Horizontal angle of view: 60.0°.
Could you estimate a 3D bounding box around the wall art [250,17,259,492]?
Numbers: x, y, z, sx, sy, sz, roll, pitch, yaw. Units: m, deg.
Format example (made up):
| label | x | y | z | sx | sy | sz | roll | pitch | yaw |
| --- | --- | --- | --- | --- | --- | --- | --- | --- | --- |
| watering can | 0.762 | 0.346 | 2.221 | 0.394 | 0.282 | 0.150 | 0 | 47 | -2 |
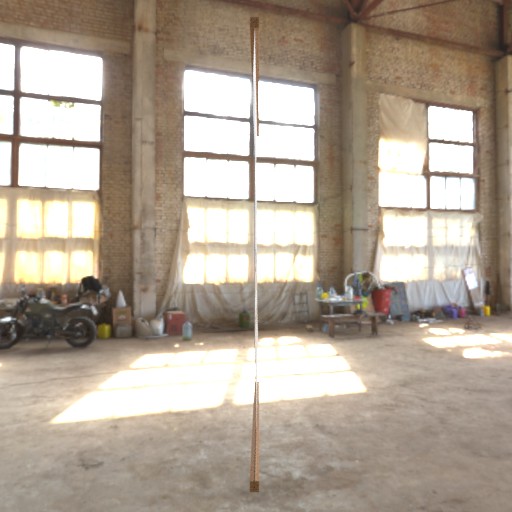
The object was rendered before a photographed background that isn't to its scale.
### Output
| label | x | y | z | sx | sy | sz | roll | pitch | yaw |
| --- | --- | --- | --- | --- | --- | --- | --- | --- | --- |
| wall art | 0.000 | 0.000 | 0.675 | 0.010 | 0.507 | 0.404 | 0 | -1 | 0 |
